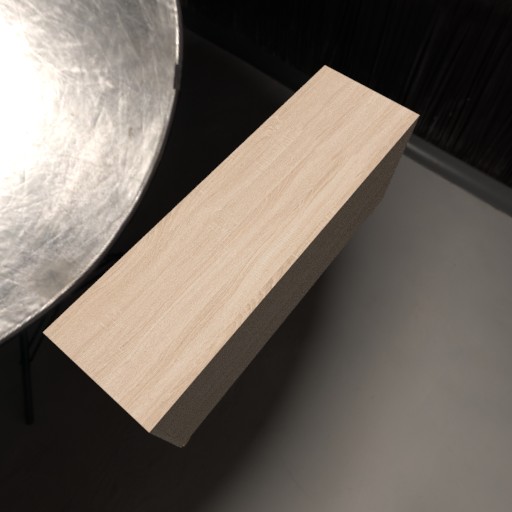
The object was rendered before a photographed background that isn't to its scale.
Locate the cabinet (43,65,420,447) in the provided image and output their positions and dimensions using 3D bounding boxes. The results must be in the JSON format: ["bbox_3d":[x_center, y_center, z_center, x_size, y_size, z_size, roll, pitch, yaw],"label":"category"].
[{"bbox_3d":[0.000,0.000,2.048,0.500,0.780,1.649,36,68,17],"label":"cabinet"}]
